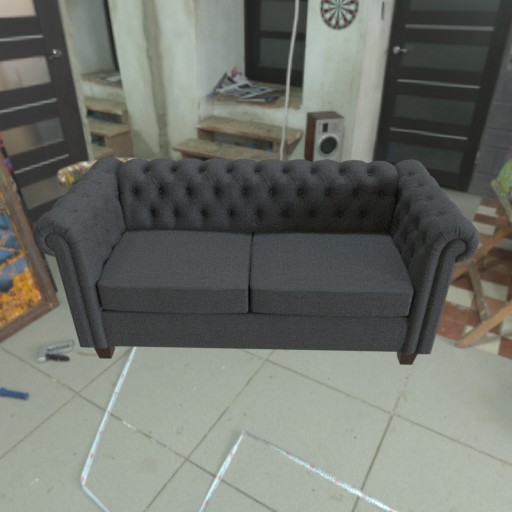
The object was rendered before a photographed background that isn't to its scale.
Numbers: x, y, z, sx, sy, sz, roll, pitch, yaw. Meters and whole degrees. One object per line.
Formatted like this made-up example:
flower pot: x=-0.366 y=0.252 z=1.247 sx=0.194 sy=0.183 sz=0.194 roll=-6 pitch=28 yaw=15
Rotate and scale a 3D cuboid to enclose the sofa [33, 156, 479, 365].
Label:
sofa: x=0.000 y=0.000 z=2.241 sx=1.798 sy=0.797 sz=0.783 roll=1 pitch=31 yaw=1
